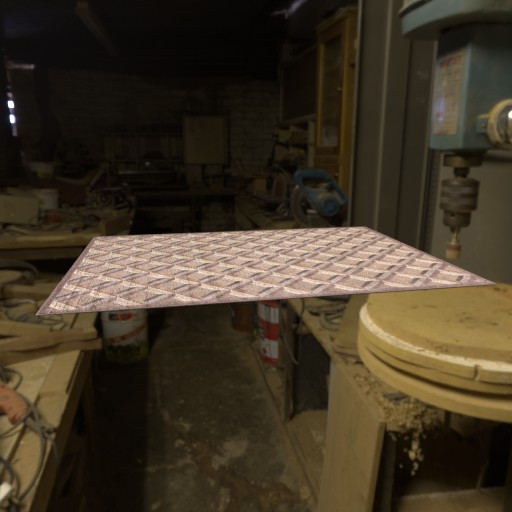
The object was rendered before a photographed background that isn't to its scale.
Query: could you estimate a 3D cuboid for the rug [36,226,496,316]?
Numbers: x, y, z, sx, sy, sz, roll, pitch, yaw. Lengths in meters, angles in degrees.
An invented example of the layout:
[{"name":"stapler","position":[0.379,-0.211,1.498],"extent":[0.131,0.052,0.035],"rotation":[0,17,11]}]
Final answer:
[{"name":"rug","position":[0.000,0.000,4.222],"extent":[3.294,0.018,2.382],"rotation":[-3,15,-11]}]
